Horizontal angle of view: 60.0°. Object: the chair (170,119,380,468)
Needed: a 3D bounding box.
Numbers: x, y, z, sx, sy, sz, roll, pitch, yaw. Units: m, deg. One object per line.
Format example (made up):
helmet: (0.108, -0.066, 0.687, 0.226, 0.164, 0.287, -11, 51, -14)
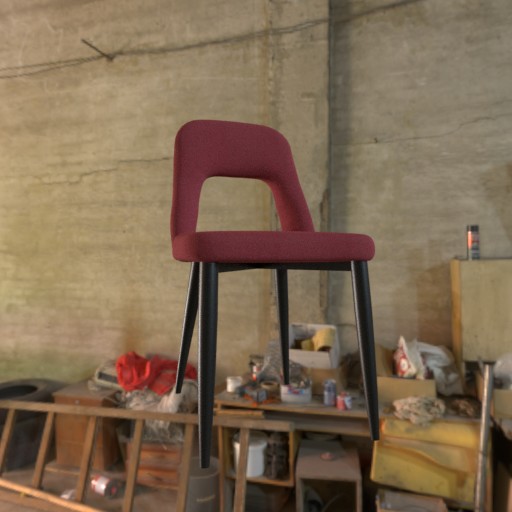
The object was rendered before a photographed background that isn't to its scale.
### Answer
chair: (0.000, 0.000, 1.248, 0.483, 0.892, 0.569, 0, 1, -19)
